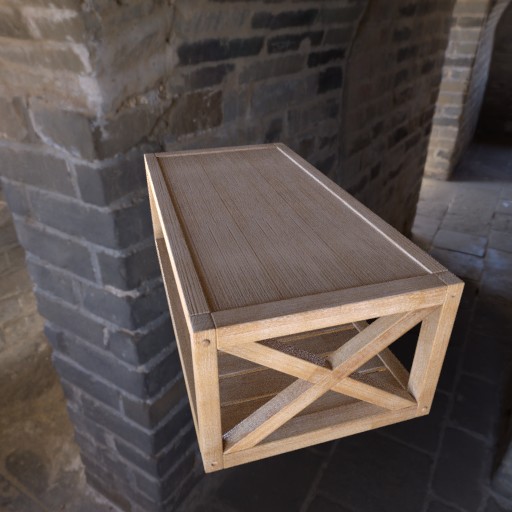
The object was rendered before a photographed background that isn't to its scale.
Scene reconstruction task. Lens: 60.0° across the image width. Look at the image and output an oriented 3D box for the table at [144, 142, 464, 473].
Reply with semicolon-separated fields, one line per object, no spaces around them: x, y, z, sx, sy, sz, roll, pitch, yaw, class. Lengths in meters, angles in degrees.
0.000;0.000;1.640;0.660;0.457;1.321;-8;31;-14;table
